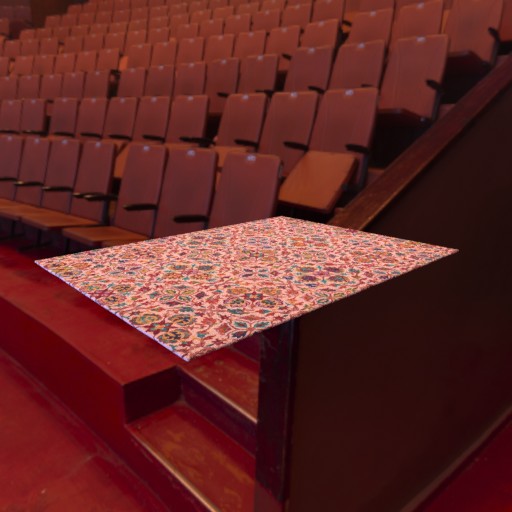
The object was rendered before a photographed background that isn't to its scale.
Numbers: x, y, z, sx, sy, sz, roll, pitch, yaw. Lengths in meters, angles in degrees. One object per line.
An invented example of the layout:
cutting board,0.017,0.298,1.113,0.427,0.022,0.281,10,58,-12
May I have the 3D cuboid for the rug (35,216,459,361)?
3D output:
rug,0.000,0.000,4.201,3.215,0.020,2.446,-14,21,-41
